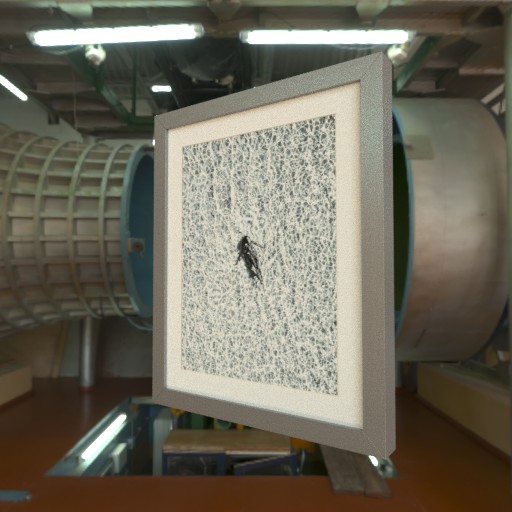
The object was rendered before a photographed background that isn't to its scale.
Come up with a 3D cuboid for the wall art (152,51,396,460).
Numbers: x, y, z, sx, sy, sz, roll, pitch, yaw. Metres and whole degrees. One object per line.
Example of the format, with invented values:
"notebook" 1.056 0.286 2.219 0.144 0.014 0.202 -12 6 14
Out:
"wall art" 0.000 0.000 0.510 0.308 0.379 0.030 -1 -2 35
